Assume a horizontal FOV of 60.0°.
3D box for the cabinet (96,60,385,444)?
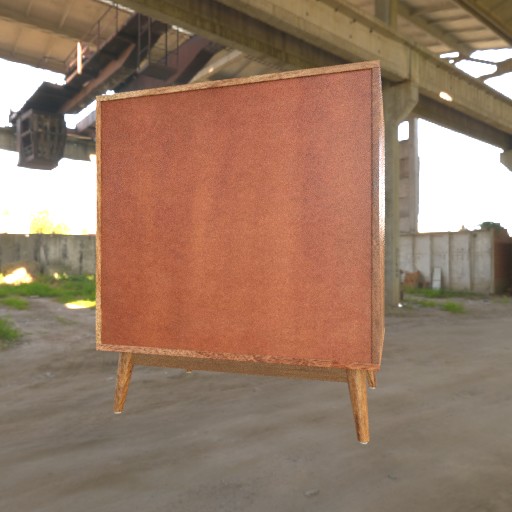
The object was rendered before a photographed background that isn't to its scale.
[{"bbox_3d":[0.000,0.000,1.177,0.647,0.758,0.473,0,0,17],"label":"cabinet"}]
